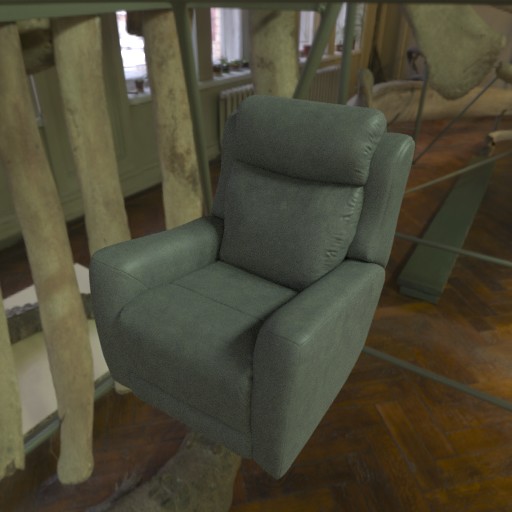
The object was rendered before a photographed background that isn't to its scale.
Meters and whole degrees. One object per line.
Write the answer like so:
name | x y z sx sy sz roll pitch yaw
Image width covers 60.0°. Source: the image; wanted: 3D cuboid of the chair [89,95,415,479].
chair | 0.000 0.000 1.867 0.965 1.116 1.068 19 36 29
